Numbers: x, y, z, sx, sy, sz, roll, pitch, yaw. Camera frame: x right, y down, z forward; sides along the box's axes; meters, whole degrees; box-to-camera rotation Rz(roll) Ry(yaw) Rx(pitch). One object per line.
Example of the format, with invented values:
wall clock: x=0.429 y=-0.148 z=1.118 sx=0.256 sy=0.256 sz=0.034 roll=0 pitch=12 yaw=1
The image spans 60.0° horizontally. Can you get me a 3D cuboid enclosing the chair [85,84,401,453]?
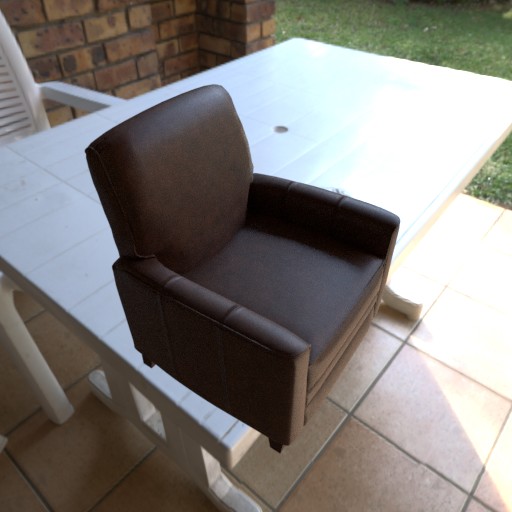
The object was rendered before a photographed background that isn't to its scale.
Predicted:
chair: x=0.000 y=0.000 z=1.666 sx=0.850 sy=1.010 sz=0.839 roll=24 pitch=46 yaw=26
